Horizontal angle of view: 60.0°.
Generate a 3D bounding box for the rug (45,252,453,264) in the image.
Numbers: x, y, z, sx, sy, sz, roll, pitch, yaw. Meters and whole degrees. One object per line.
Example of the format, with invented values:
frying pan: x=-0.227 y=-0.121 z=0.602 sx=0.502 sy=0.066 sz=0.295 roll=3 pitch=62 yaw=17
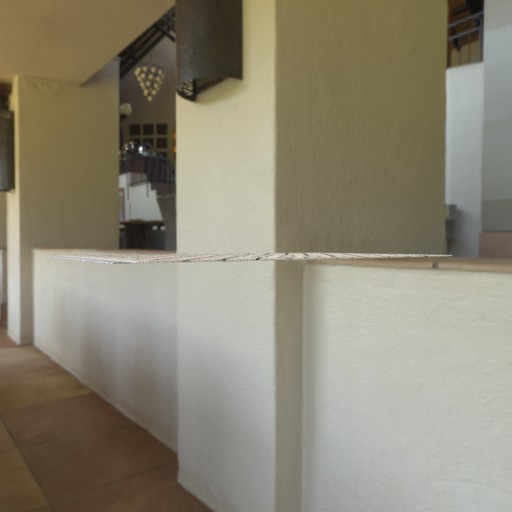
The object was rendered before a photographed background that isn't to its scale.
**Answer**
rug: x=0.000 y=0.000 z=2.517 sx=2.006 sy=0.008 sz=1.196 roll=-1 pitch=2 yaw=-35
